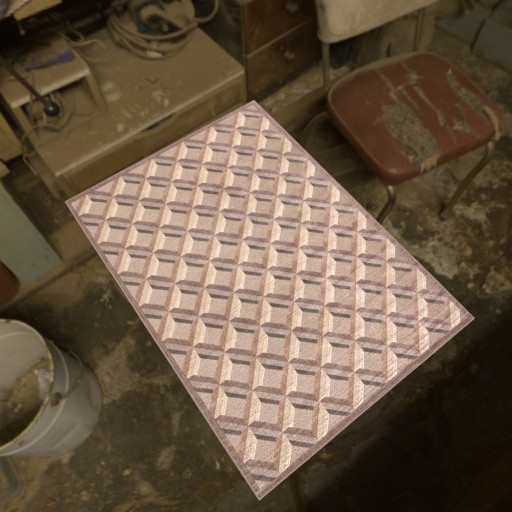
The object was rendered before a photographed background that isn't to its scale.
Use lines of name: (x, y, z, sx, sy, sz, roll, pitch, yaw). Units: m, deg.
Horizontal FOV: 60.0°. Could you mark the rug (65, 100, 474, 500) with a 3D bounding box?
rug: (0.000, 0.000, 4.198, 2.382, 0.018, 3.294, -33, 68, -16)
